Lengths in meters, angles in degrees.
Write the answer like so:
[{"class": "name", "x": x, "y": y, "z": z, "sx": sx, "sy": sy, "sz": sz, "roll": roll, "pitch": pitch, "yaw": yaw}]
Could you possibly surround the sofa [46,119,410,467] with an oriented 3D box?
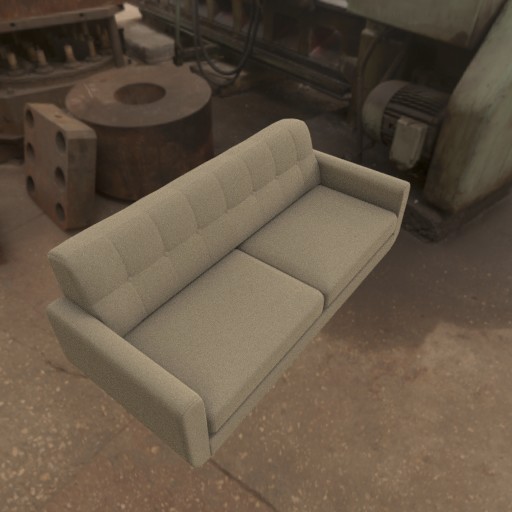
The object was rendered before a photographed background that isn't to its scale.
[{"class": "sofa", "x": 0.000, "y": 0.000, "z": 2.618, "sx": 0.980, "sy": 0.892, "sz": 2.137, "roll": 27, "pitch": 47, "yaw": 28}]
